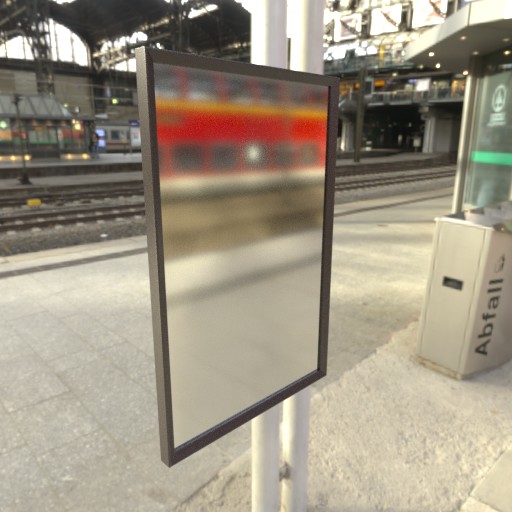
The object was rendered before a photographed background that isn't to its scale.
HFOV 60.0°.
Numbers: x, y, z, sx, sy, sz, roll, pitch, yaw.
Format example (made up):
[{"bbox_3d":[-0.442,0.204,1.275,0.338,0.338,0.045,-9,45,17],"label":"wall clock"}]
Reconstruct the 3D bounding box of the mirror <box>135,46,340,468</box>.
[{"bbox_3d":[0.000,0.000,1.148,0.609,0.915,0.041,-14,20,-42],"label":"mirror"}]
